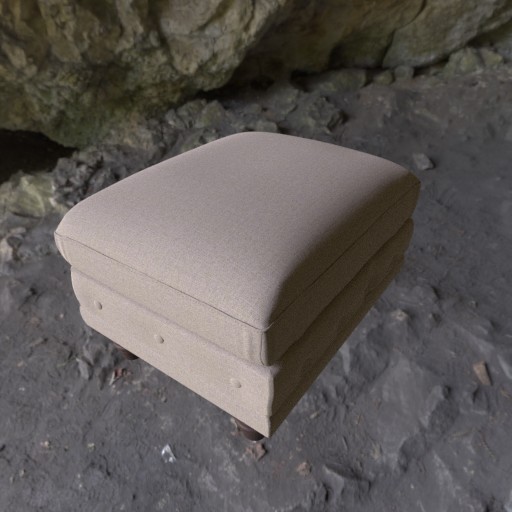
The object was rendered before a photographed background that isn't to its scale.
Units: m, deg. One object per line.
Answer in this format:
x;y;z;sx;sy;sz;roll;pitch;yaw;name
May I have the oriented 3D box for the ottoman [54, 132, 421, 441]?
0.000;0.000;1.054;0.541;0.463;0.684;22;39;30;ottoman
